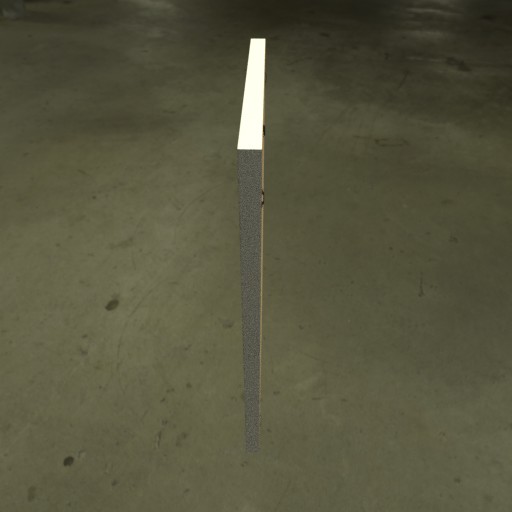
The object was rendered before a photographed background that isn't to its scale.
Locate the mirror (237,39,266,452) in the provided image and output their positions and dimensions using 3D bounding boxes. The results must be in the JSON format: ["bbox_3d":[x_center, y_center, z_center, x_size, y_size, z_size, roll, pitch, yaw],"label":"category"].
[{"bbox_3d":[0.000,0.000,1.174,0.041,0.914,0.609,1,40,1],"label":"mirror"}]
